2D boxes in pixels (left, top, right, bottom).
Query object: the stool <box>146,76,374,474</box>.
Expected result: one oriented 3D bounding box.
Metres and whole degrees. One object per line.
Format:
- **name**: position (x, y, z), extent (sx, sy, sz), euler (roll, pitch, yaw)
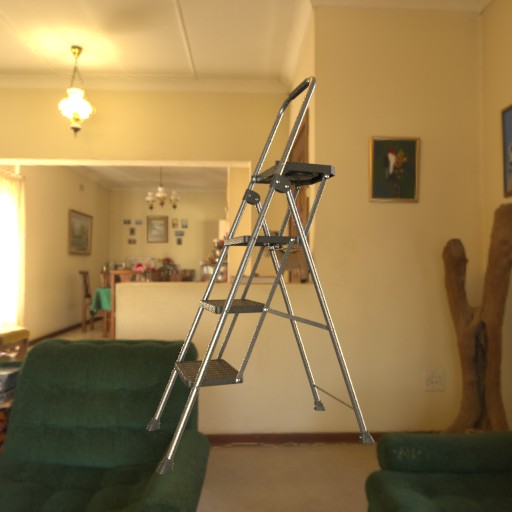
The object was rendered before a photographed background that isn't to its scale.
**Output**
- **stool**: position (0.000, 0.000, 1.594), extent (0.733, 1.277, 0.396), euler (0, -1, -19)
